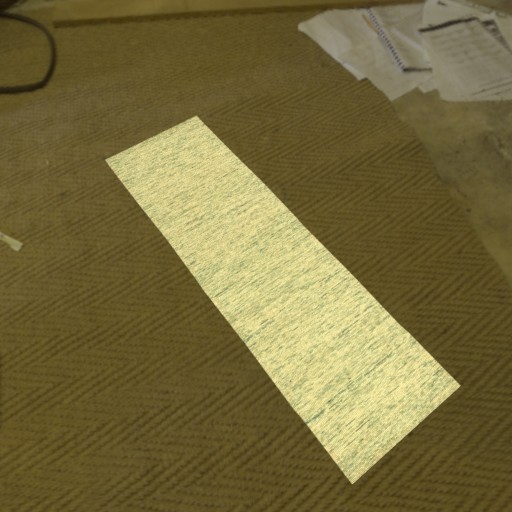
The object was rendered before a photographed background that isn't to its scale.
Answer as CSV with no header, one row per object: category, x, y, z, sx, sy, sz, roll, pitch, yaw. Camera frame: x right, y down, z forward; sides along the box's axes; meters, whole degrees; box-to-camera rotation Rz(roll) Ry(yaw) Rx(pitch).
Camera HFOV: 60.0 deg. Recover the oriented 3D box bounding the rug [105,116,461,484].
rug,0.000,0.000,2.445,0.700,0.014,2.290,-32,64,-18
